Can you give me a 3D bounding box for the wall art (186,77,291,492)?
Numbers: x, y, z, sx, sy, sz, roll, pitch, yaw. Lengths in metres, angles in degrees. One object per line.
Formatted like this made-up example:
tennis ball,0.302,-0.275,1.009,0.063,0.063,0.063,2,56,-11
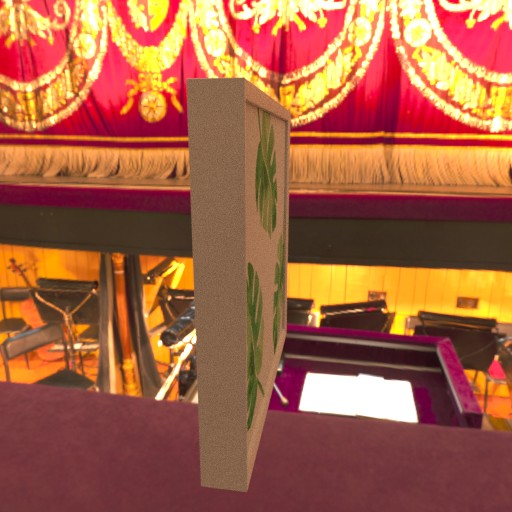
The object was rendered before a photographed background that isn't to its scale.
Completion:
wall art,0.000,0.000,0.459,0.038,0.305,0.305,2,14,9
